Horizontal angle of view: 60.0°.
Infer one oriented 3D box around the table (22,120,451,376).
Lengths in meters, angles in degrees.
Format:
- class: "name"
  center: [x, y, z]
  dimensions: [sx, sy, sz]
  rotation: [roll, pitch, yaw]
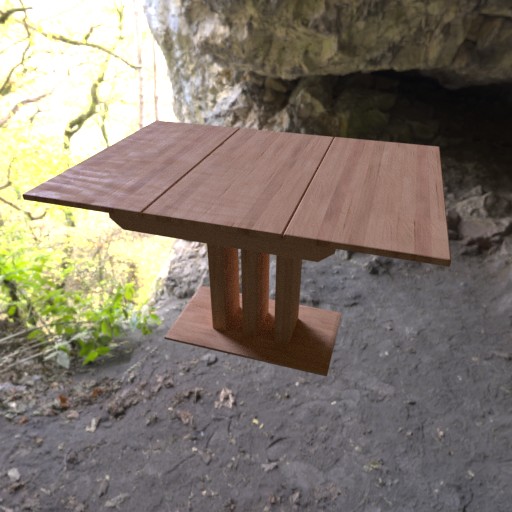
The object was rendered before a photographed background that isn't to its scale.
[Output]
- class: "table"
  center: [0.000, 0.000, 1.832]
  dimensions: [1.300, 0.770, 0.900]
  rotation: [10, 34, 15]
